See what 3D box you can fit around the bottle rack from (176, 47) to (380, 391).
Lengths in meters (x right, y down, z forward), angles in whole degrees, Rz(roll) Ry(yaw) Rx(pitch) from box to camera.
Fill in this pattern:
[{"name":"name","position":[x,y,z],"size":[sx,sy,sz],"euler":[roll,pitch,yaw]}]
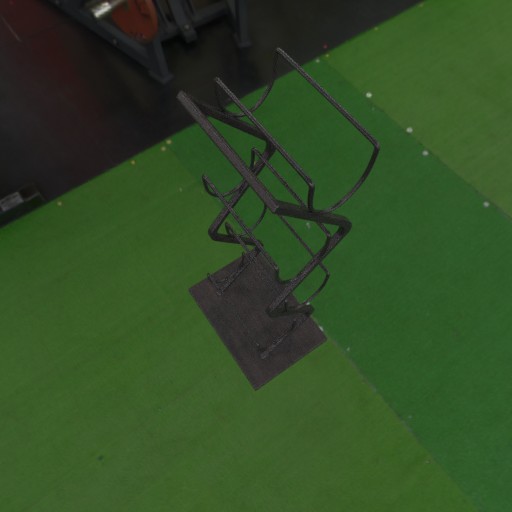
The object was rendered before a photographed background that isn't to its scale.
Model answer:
[{"name":"bottle rack","position":[0.000,0.000,0.682],"size":[0.178,0.559,0.254],"euler":[-32,68,-15]}]
